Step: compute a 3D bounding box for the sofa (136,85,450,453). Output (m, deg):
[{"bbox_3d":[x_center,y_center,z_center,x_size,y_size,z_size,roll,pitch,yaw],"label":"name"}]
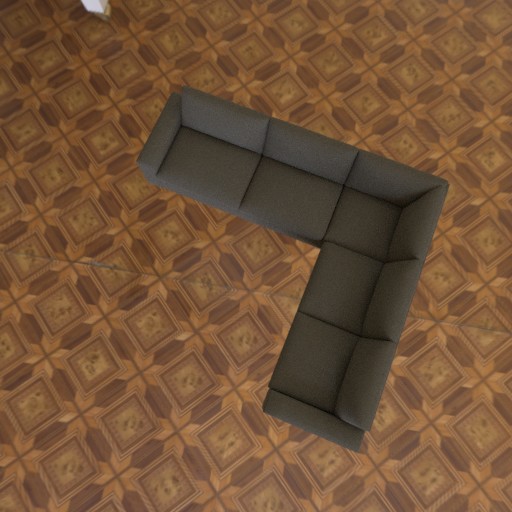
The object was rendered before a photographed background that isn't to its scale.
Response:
[{"bbox_3d":[0.000,0.000,4.788,3.277,0.965,2.895,22,77,5],"label":"sofa"}]
